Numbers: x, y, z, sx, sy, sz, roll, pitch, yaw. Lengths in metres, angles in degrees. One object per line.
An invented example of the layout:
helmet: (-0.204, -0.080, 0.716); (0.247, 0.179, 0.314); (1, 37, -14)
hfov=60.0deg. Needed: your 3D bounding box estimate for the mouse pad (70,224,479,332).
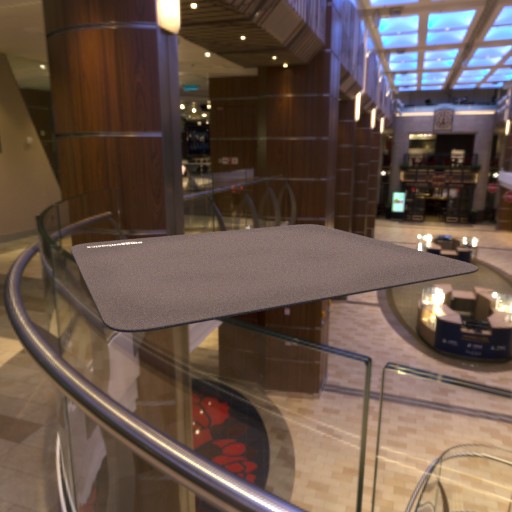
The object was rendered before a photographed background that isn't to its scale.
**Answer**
mouse pad: (0.000, 0.000, 0.428); (0.315, 0.002, 0.269); (-7, 15, -26)
